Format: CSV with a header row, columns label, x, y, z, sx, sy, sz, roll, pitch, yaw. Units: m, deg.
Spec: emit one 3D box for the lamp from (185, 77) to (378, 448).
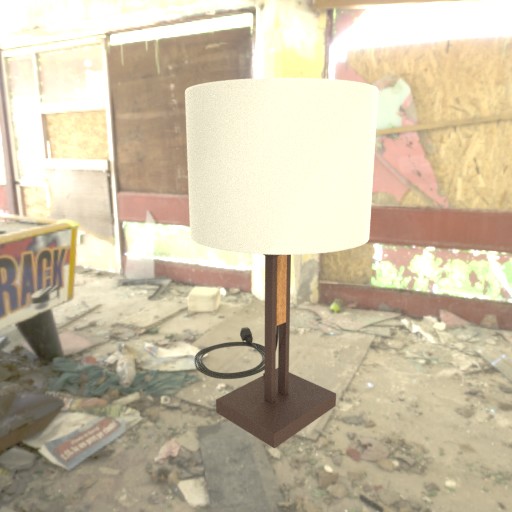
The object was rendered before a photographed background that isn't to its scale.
label,x,y,z,sx,sy,sz,roll,pitch,yaw
lamp,0.000,0.000,0.983,0.525,0.668,0.396,13,19,43
